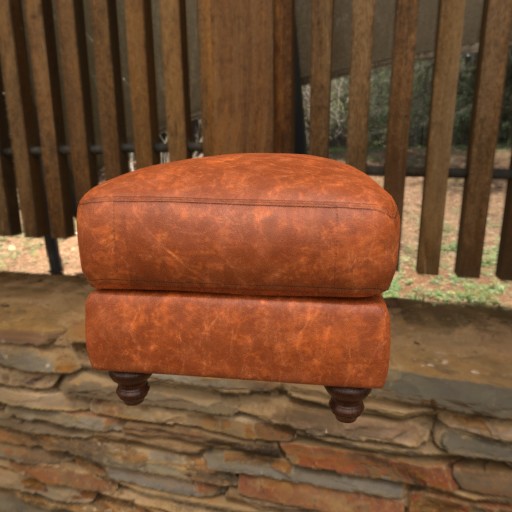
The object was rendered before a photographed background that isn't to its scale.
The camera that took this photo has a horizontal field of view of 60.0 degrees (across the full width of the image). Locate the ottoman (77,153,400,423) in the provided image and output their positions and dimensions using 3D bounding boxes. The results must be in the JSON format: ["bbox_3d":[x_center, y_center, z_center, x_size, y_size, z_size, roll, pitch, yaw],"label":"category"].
[{"bbox_3d":[0.000,0.000,1.242,0.657,0.562,0.832,2,14,7],"label":"ottoman"}]
